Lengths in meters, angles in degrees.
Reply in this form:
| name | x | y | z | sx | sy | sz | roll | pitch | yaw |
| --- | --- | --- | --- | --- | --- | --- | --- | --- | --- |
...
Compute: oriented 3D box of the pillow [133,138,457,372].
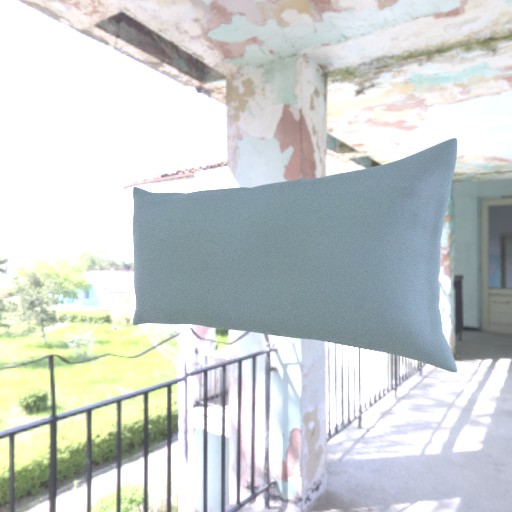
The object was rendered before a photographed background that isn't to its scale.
| name | x | y | z | sx | sy | sz | roll | pitch | yaw |
| --- | --- | --- | --- | --- | --- | --- | --- | --- | --- |
| pillow | 0.000 | 0.000 | 0.721 | 0.610 | 0.287 | 0.151 | 0 | 0 | 36 |
